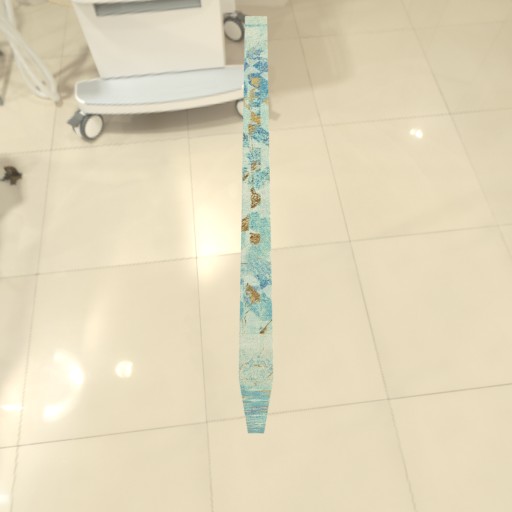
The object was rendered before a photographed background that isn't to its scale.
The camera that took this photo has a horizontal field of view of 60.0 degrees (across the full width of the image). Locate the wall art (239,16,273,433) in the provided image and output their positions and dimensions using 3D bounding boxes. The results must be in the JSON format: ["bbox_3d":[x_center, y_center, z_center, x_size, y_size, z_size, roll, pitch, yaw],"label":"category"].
[{"bbox_3d":[0.000,0.000,0.889,0.040,0.609,0.609,0,63,0],"label":"wall art"}]
